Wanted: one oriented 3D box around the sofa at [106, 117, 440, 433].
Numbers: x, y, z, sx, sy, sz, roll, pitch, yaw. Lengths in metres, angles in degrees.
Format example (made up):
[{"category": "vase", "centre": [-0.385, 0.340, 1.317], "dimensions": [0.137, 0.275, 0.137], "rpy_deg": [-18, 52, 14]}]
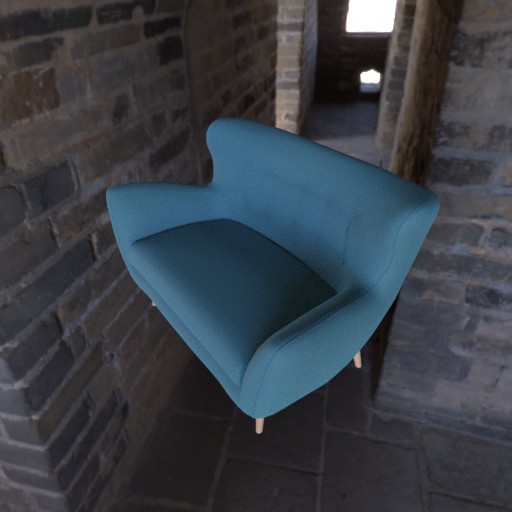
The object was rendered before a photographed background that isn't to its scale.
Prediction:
[{"category": "sofa", "centre": [0.000, 0.000, 2.010], "dimensions": [0.889, 0.889, 1.397], "rpy_deg": [-21, 38, -29]}]
